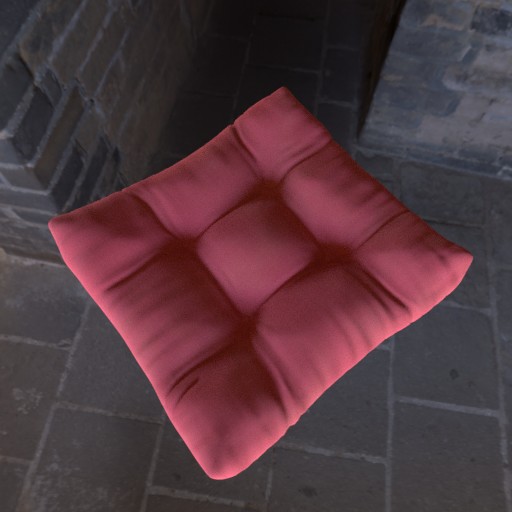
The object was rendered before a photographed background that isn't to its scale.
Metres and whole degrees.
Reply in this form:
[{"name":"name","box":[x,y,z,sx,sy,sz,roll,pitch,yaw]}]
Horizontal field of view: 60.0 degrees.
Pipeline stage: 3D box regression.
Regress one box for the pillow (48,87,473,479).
[{"name":"pillow","box":[0.000,0.000,0.709,0.490,0.128,0.468,-35,70,-15]}]
